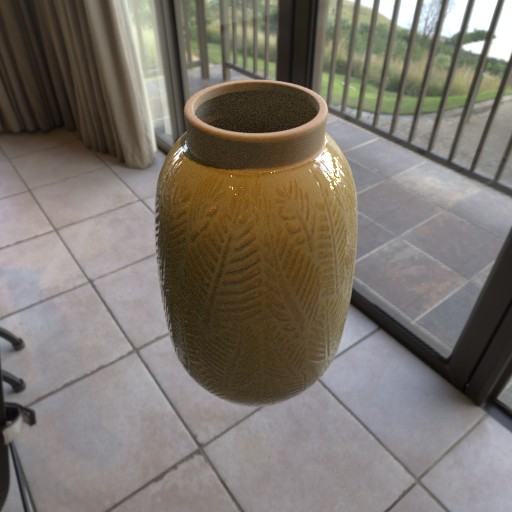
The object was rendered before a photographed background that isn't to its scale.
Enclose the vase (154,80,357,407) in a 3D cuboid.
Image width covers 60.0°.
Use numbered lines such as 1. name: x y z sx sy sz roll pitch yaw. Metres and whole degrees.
1. vase: 0.000 0.000 0.386 0.172 0.270 0.172 0 41 0
